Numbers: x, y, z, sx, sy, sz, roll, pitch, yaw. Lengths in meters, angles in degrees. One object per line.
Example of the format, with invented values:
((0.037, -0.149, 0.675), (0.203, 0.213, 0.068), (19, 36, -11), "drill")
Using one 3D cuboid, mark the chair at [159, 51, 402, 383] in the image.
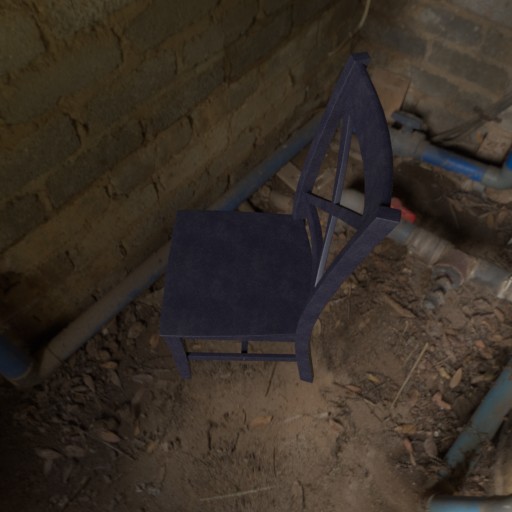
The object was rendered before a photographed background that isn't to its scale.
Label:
((0.000, 0.000, 1.293), (0.542, 0.983, 0.485), (1, 57, 1), "chair")
